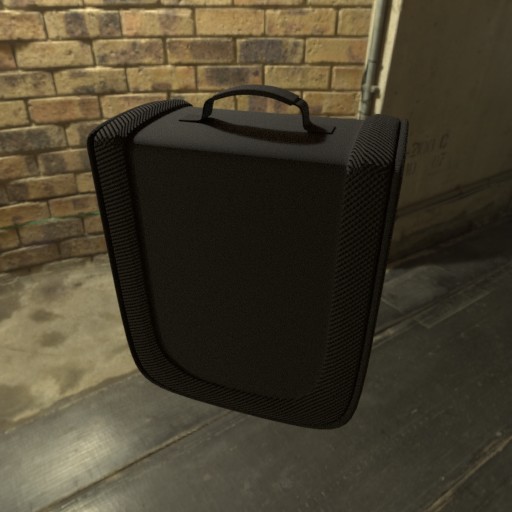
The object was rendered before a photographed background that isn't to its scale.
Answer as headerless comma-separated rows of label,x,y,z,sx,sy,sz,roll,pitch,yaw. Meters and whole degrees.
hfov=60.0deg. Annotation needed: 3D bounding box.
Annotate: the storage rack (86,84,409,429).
storage rack,0.000,0.000,0.533,0.297,0.387,0.168,9,32,15
